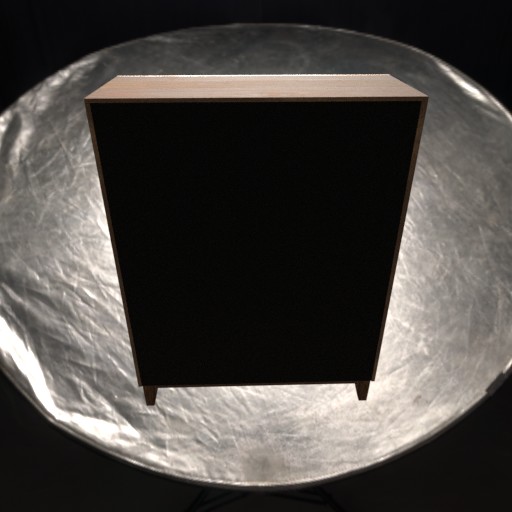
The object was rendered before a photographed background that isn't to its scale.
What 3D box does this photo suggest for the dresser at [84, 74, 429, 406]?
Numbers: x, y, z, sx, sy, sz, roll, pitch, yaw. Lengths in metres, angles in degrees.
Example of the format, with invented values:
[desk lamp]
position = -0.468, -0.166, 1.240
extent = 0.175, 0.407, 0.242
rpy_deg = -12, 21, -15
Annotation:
[dresser]
position = 0.000, 0.000, 1.905
extent = 1.062, 1.393, 0.442
rpy_deg = -1, 31, -2
